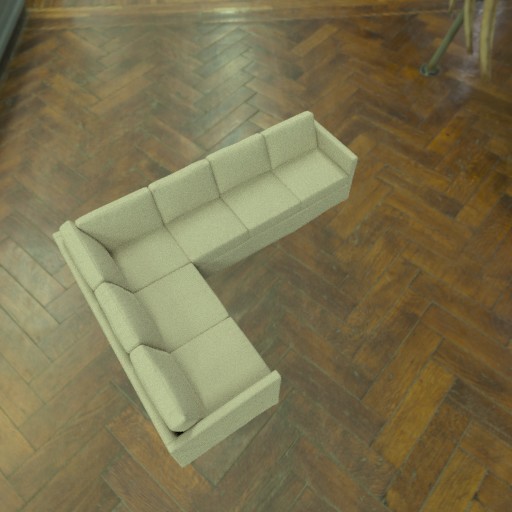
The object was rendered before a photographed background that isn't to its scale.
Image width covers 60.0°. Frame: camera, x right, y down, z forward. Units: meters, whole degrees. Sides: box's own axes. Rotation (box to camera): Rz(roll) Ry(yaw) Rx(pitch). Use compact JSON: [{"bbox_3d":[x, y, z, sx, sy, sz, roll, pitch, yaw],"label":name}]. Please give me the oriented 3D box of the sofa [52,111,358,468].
[{"bbox_3d":[0.000,0.000,4.460,3.182,0.871,2.432,-30,61,-18],"label":"sofa"}]
